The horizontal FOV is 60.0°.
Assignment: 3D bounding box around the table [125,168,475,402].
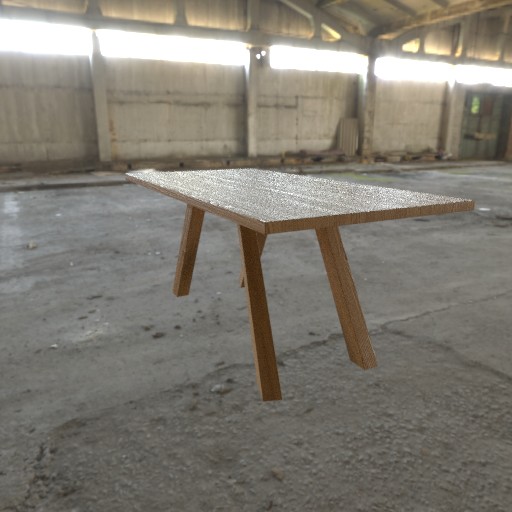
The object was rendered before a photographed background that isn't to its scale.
[{"bbox_3d":[0.000,0.000,2.315,0.901,0.750,1.797,-8,17,-27],"label":"table"}]
